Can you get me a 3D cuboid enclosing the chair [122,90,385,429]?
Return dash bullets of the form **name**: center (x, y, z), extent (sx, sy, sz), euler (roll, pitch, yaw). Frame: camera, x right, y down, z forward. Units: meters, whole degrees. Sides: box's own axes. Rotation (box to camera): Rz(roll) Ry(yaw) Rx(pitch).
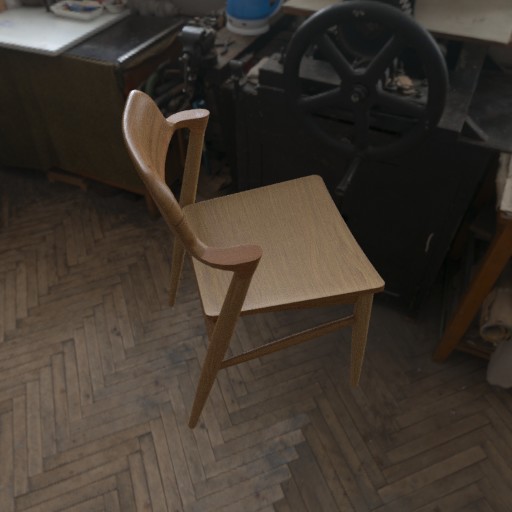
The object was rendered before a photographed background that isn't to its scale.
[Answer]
- **chair**: center (0.000, 0.000, 1.112), extent (0.499, 0.792, 0.512), euler (-11, 48, -10)
